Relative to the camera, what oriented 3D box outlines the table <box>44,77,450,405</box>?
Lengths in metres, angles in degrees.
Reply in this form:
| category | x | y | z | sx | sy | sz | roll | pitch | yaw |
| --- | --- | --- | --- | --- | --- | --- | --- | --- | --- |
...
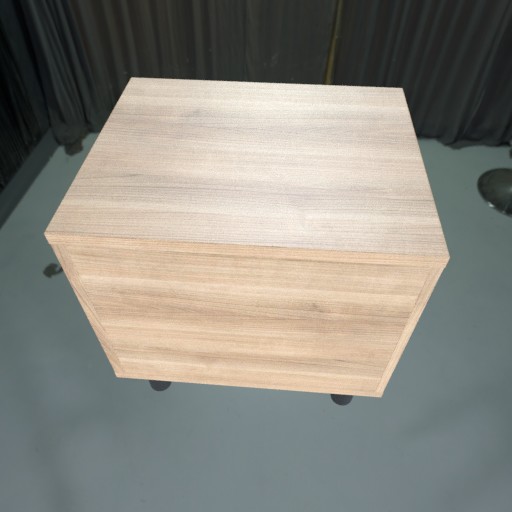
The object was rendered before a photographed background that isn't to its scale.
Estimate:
| category | x | y | z | sx | sy | sz | roll | pitch | yaw |
| --- | --- | --- | --- | --- | --- | --- | --- | --- | --- |
| table | 0.000 | 0.000 | 0.780 | 0.445 | 0.460 | 0.380 | 3 | 48 | 3 |
